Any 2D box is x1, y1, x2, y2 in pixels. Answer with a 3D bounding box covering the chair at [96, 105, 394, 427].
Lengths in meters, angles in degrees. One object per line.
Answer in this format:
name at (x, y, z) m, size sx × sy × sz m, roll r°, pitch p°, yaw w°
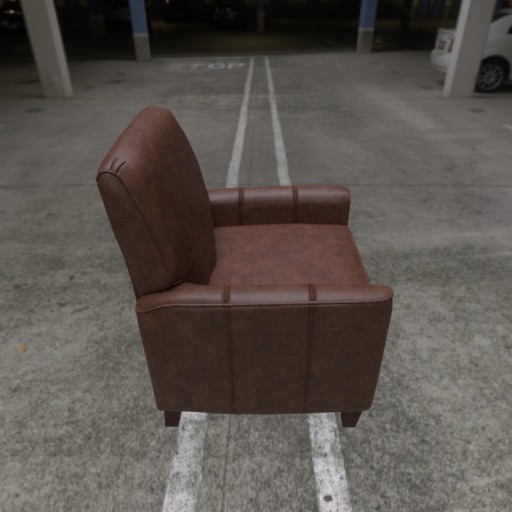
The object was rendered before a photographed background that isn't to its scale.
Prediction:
chair at (0.000, 0.000, 1.660) m, size 0.850 × 1.010 × 0.839 m, roll 0°, pitch 32°, yaw 0°
